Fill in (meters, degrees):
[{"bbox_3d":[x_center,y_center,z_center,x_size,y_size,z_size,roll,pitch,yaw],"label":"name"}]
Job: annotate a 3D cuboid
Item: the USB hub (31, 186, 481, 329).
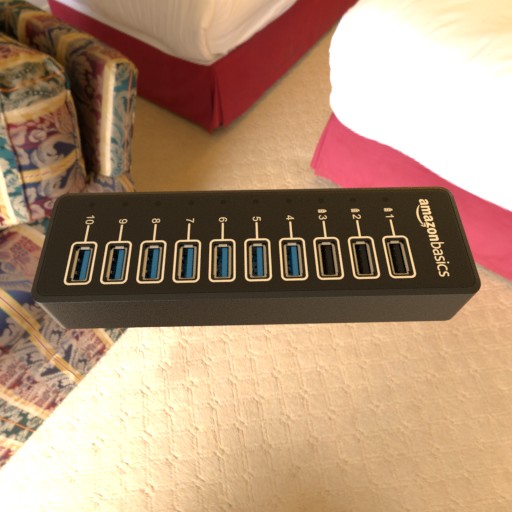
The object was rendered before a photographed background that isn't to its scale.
[{"bbox_3d":[0.000,0.000,0.161,0.145,0.023,0.044,-1,59,-1],"label":"USB hub"}]
